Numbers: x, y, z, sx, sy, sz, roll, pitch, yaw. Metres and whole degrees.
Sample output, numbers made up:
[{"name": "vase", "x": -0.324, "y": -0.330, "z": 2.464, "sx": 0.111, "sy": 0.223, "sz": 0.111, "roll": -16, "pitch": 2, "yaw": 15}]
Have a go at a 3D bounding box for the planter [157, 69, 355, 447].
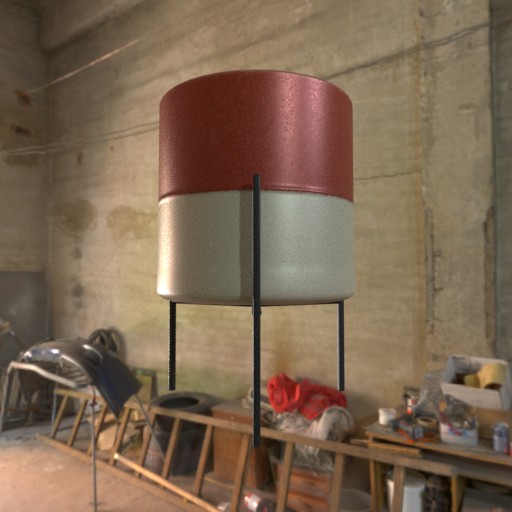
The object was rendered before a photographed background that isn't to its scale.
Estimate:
[{"name": "planter", "x": 0.000, "y": 0.000, "z": 0.529, "sx": 0.235, "sy": 0.354, "sz": 0.251, "roll": 0, "pitch": -2, "yaw": 0}]
